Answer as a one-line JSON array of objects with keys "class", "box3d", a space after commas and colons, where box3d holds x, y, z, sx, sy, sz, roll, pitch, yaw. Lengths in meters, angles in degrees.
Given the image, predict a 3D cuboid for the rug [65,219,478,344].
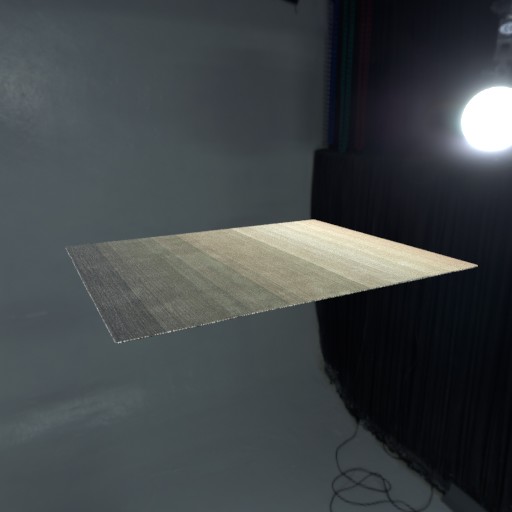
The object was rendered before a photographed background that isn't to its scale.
[{"class": "rug", "box3d": [0.000, 0.000, 3.963, 2.932, 0.015, 2.315, -8, 17, -27]}]
